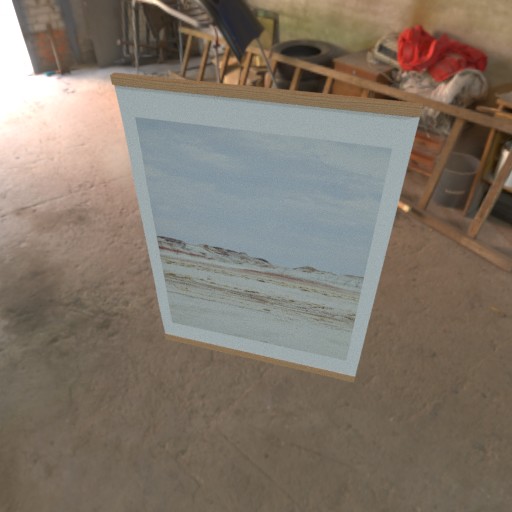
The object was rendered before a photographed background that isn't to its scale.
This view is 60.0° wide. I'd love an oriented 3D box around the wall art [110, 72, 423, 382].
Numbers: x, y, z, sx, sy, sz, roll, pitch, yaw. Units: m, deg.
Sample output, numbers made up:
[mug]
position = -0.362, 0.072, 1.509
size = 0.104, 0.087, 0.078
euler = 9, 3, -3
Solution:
[wall art]
position = 0.000, 0.000, 1.351
size = 0.739, 1.016, 0.020
euler = 10, 42, 12
